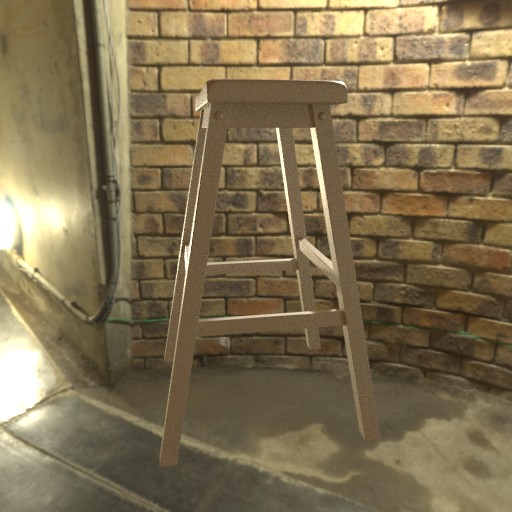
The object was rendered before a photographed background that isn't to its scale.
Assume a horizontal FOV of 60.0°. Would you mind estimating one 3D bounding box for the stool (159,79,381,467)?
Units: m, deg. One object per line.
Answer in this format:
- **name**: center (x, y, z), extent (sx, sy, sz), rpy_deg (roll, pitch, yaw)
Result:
- **stool**: center (0.000, 0.000, 1.049), extent (0.476, 0.737, 0.457), rpy_deg (-3, 16, -10)
